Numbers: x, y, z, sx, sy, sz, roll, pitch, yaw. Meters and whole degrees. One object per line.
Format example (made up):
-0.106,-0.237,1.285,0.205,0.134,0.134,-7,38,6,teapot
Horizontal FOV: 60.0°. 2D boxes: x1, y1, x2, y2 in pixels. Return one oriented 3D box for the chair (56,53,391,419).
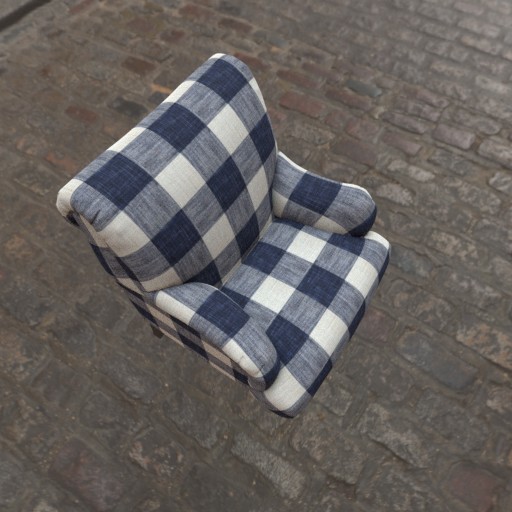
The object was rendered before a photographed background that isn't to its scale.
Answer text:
0.000,0.000,1.589,0.848,0.953,0.781,29,63,17,chair
